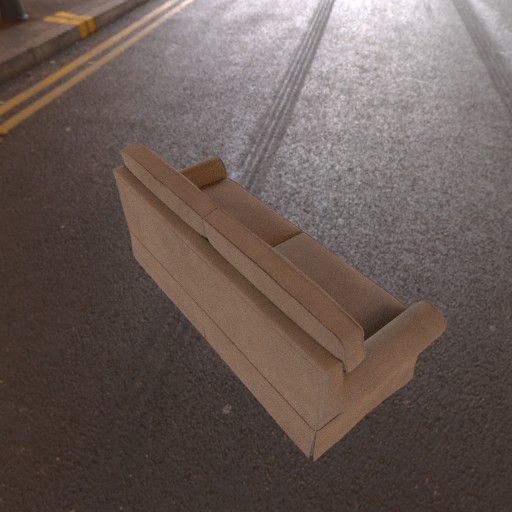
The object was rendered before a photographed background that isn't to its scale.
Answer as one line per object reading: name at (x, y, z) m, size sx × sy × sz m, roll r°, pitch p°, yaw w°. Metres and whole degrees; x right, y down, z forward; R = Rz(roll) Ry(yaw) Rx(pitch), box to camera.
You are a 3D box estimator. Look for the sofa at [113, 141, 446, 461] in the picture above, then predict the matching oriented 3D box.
sofa at (0.000, 0.000, 2.866) m, size 0.900 × 1.014 × 2.246 m, roll -27°, pitch 48°, yaw -27°
